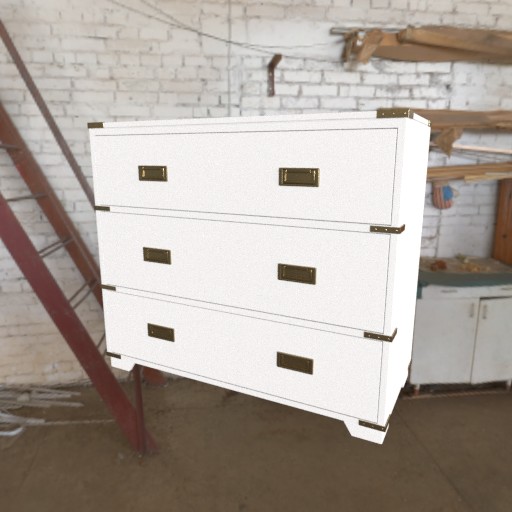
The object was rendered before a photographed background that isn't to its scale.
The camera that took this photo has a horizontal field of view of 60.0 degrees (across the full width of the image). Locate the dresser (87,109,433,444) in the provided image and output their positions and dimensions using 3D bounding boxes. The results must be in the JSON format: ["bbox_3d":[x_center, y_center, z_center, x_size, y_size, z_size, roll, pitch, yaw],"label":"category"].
[{"bbox_3d":[0.000,0.000,1.536,1.022,0.891,0.460,7,15,27],"label":"dresser"}]
